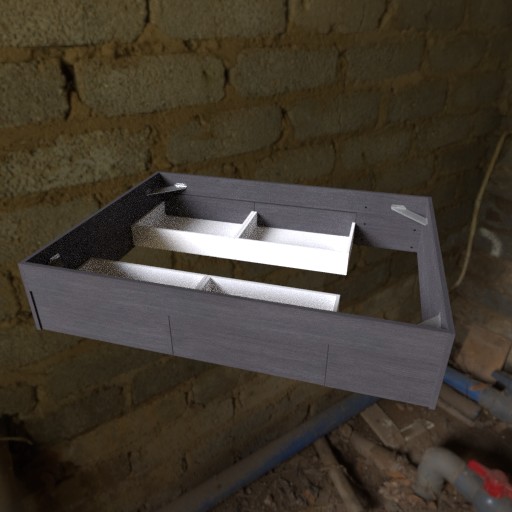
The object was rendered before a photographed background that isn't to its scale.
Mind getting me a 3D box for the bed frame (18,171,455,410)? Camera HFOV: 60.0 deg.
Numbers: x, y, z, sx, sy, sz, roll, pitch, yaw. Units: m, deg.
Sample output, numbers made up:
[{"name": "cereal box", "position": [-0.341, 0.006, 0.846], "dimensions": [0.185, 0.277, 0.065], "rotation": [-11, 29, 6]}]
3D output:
[{"name": "bed frame", "position": [0.000, 0.000, 2.578], "dimensions": [1.944, 0.459, 1.448], "rotation": [8, 30, 14]}]
